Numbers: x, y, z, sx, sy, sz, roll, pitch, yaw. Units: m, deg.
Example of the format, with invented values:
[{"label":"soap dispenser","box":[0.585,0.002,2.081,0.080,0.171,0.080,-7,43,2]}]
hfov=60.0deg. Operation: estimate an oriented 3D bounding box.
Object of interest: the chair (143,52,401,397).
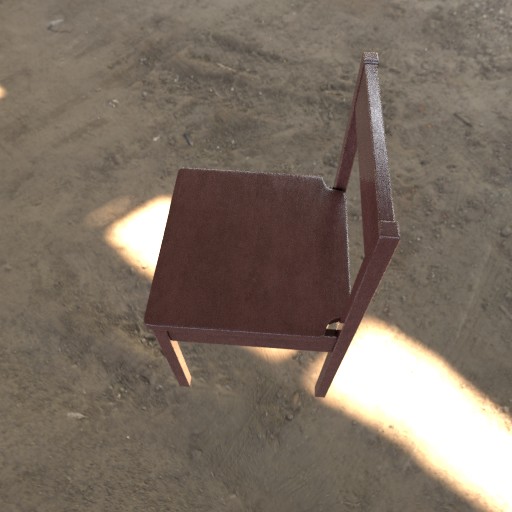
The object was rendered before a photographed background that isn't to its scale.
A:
[{"label":"chair","box":[0.000,0.000,0.884,0.361,0.668,0.367,4,57,2]}]
